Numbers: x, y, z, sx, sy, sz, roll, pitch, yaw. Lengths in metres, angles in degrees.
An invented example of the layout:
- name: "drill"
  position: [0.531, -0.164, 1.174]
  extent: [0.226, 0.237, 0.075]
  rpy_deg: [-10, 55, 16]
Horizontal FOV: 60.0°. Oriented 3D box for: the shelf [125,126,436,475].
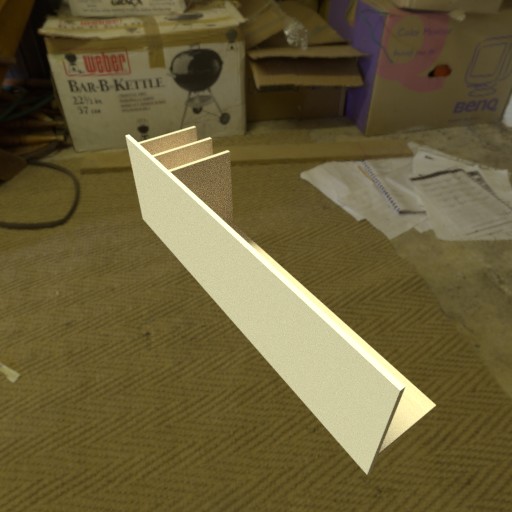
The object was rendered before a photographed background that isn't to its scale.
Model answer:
- name: "shelf"
  position: [0.000, 0.000, 1.115]
  extent: [0.200, 0.300, 1.020]
  rpy_deg: [-25, 47, -26]
